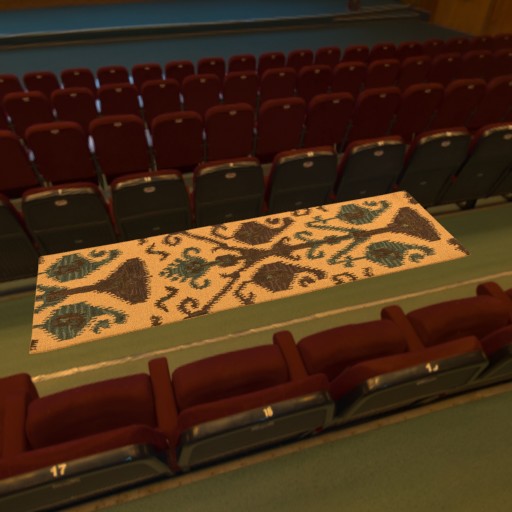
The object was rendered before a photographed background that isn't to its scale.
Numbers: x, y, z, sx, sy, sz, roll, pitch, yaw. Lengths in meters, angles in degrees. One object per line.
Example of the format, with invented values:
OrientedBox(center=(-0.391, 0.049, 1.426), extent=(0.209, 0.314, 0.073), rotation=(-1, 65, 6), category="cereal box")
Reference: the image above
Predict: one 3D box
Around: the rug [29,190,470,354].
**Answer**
OrientedBox(center=(0.000, 0.000, 2.457), extent=(2.301, 0.017, 0.692), rotation=(-11, 42, -13), category="rug")
